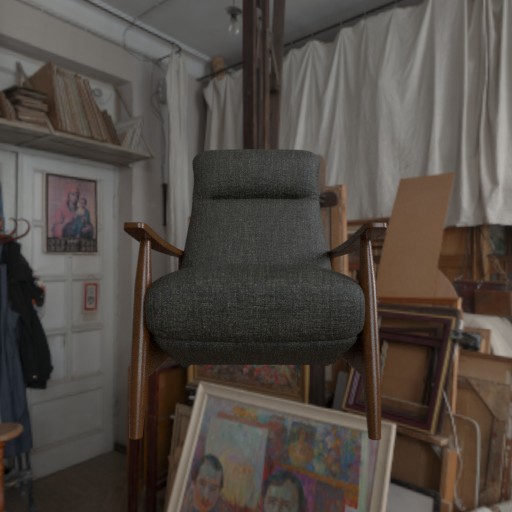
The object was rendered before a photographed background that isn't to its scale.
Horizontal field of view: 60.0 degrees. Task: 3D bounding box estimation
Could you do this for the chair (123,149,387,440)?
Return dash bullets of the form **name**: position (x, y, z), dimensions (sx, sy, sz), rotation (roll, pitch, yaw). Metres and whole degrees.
- **chair**: position (0.000, 0.000, 1.772), dimensions (0.762, 1.082, 1.014), rotation (0, -1, 0)
